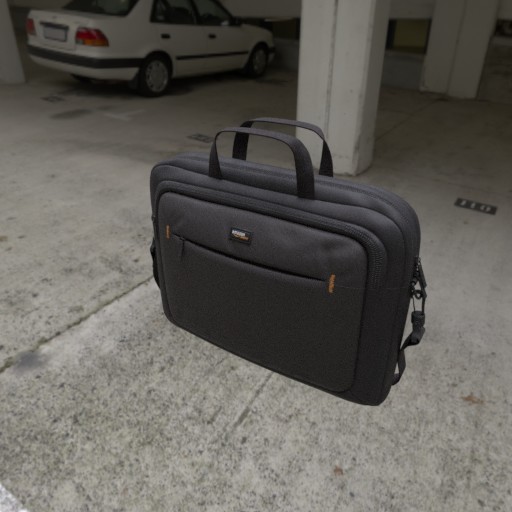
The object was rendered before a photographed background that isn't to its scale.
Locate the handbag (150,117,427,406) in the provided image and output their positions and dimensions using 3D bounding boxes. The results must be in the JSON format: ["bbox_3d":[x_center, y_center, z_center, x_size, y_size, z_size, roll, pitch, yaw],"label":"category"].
[{"bbox_3d":[0.000,0.000,0.423,0.320,0.244,0.089,17,33,28],"label":"handbag"}]
